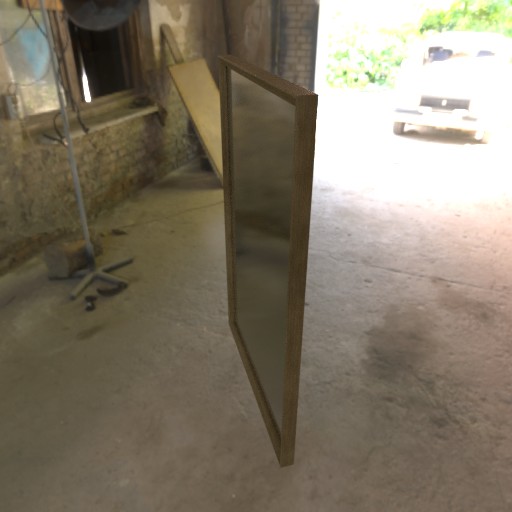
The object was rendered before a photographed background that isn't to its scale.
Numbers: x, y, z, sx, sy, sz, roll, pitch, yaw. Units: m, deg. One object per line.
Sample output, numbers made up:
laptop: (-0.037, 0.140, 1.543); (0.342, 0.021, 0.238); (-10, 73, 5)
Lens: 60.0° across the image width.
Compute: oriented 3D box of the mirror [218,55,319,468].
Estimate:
mirror: (0.000, 0.000, 1.170); (0.041, 0.915, 0.609); (-8, 31, -14)
